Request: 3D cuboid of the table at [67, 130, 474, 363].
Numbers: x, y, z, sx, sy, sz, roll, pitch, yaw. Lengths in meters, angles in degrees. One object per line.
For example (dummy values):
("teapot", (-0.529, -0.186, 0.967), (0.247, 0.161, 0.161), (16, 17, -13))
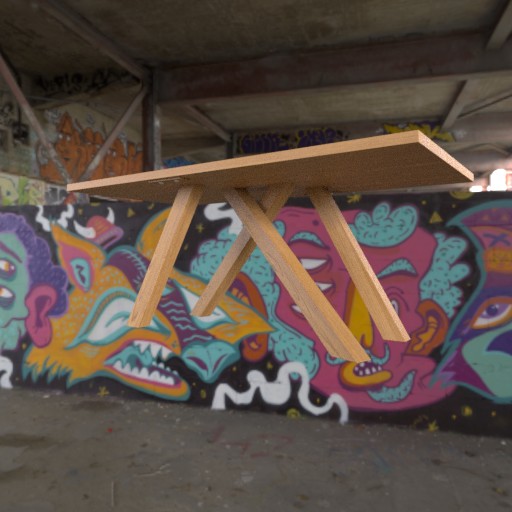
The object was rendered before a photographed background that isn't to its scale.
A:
("table", (0.000, 0.000, 2.179), (1.797, 0.750, 0.901), (0, 1, 35))
